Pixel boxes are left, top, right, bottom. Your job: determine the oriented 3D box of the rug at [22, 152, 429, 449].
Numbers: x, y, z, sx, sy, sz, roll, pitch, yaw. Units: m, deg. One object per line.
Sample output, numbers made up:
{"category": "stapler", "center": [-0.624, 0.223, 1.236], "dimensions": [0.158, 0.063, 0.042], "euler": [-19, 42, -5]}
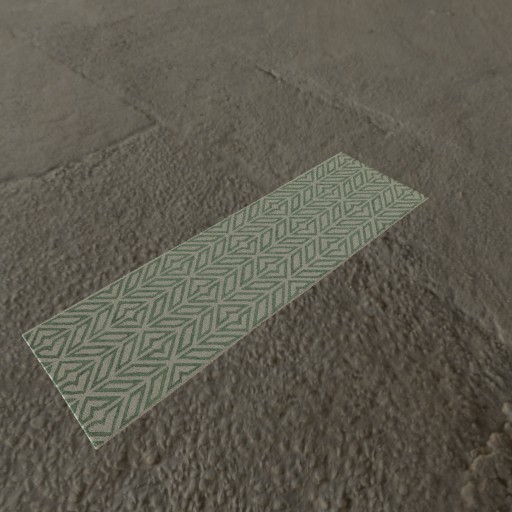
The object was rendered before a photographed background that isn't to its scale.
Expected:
{"category": "rug", "center": [0.000, 0.000, 2.561], "dimensions": [2.435, 0.009, 0.750], "euler": [-33, 54, -28]}
